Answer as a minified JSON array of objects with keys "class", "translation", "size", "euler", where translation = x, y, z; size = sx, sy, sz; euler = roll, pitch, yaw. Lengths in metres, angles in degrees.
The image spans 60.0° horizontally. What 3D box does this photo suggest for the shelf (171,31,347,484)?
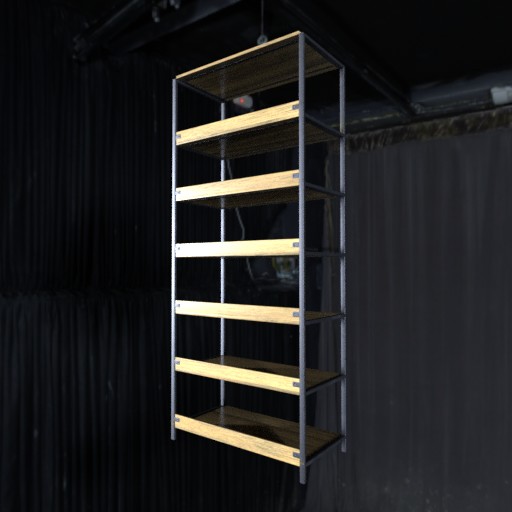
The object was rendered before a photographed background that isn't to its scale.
[{"class":"shelf","translation":[0.000,0.000,2.385],"size":[0.847,2.015,0.431],"euler":[-1,-2,37]}]
